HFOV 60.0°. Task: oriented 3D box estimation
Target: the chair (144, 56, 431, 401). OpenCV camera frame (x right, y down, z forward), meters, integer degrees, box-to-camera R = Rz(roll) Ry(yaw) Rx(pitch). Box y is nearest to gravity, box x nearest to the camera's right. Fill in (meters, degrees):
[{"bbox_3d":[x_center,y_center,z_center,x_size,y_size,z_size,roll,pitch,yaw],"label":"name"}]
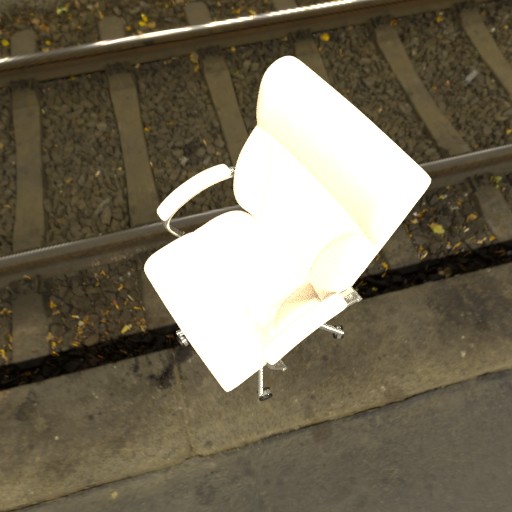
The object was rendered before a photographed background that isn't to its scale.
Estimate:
[{"bbox_3d":[0.000,0.000,1.579,0.745,1.099,0.727,-33,67,-16],"label":"chair"}]
